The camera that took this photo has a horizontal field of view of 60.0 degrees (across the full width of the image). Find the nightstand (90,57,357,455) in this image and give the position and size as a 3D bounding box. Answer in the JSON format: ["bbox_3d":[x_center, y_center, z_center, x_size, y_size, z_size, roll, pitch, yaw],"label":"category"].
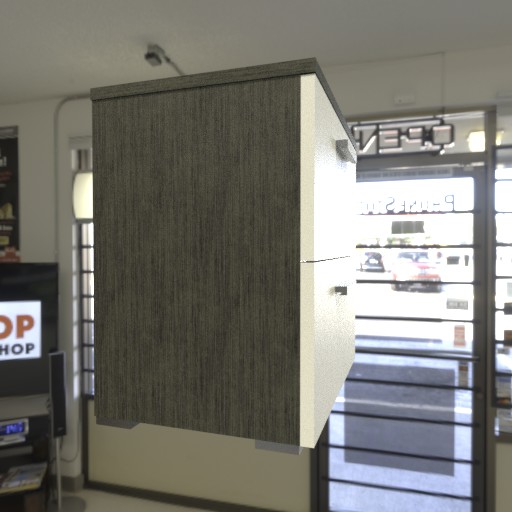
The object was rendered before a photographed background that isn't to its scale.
[{"bbox_3d":[0.000,0.000,0.762,0.325,0.460,0.441,0,1,19],"label":"nightstand"}]
